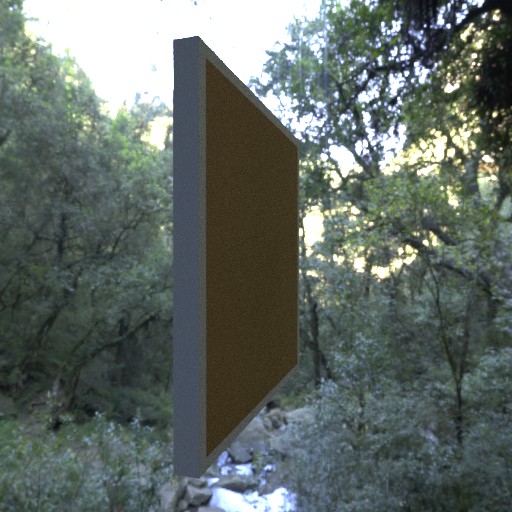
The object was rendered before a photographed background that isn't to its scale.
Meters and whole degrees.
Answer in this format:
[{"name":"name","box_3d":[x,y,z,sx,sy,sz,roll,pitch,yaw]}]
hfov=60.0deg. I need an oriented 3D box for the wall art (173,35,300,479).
[{"name":"wall art","box_3d":[0.000,0.000,0.455,0.020,0.307,0.307,0,1,19]}]
